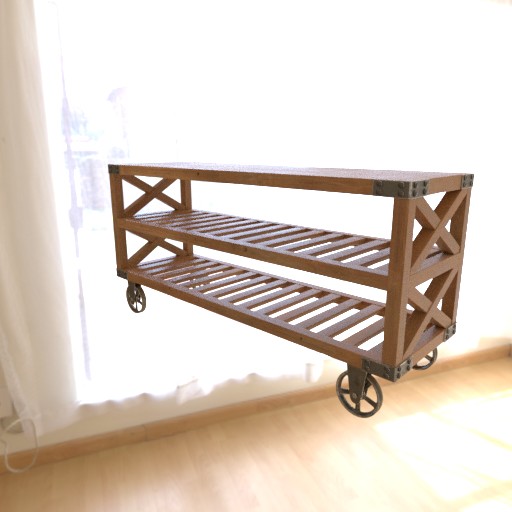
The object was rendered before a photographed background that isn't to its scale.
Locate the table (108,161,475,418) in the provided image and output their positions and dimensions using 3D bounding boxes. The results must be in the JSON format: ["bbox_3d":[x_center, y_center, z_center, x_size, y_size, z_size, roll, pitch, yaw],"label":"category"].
[{"bbox_3d":[0.000,0.000,1.818,1.487,0.711,0.467,13,19,42],"label":"table"}]
